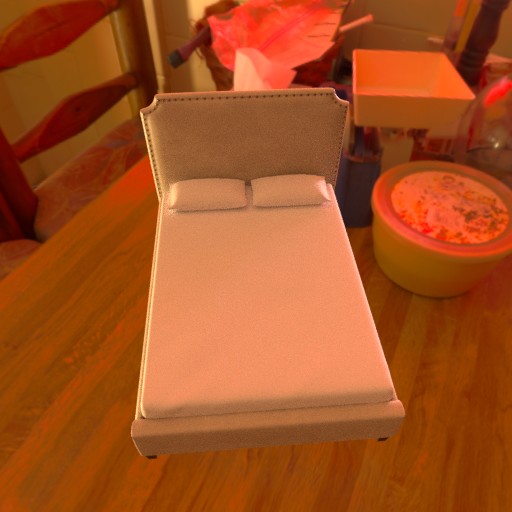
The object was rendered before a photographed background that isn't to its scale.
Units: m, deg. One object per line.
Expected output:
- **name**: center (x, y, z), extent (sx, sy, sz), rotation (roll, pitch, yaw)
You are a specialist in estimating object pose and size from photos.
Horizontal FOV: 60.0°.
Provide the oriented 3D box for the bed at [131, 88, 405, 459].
- **bed**: center (0.000, 0.000, 3.294), extent (1.712, 1.443, 2.372), rotation (-3, 47, -3)
